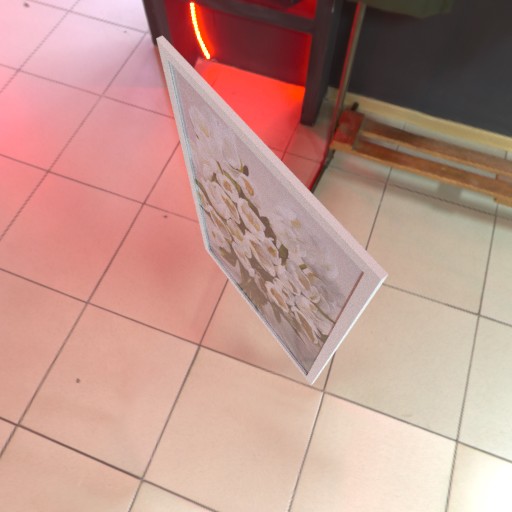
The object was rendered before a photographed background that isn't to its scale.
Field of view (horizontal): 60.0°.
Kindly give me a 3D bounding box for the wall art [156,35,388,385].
[{"bbox_3d":[0.000,0.000,1.226,0.015,0.965,0.660,-34,69,-15],"label":"wall art"}]
